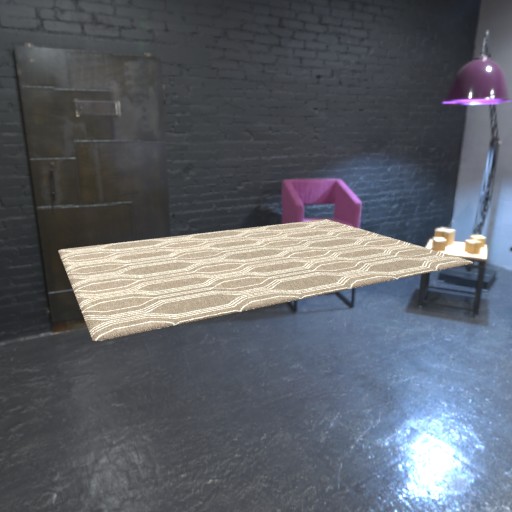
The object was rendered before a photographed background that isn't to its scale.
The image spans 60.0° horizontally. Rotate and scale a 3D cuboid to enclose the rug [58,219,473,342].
[{"bbox_3d":[0.000,0.000,2.354,1.836,0.012,1.239,-8,18,-27],"label":"rug"}]
